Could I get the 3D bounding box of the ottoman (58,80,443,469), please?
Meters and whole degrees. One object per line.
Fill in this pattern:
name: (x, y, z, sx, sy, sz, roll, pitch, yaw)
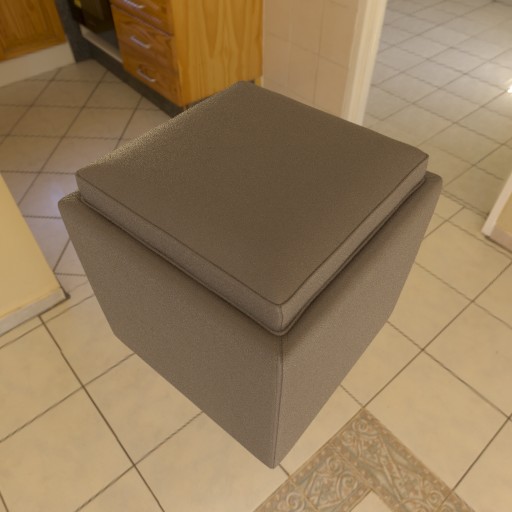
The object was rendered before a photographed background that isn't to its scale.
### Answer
ottoman: (0.000, 0.000, 0.807, 0.451, 0.460, 0.450, 31, 55, 25)
